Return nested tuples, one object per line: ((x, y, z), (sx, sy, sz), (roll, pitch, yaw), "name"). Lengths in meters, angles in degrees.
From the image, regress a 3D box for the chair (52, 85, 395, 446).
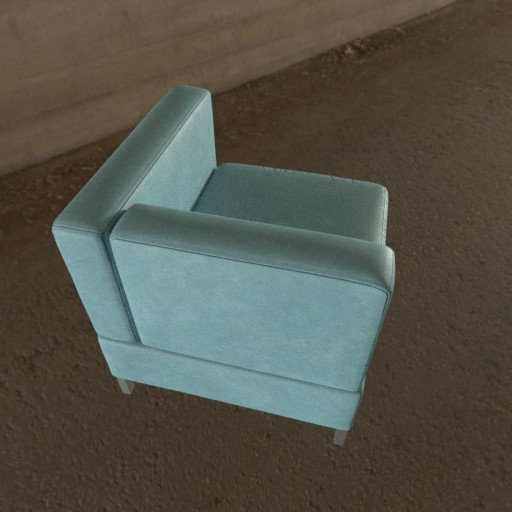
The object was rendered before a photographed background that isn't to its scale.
((0.000, 0.000, 1.227), (0.680, 0.660, 0.680), (10, 46, 10), "chair")
